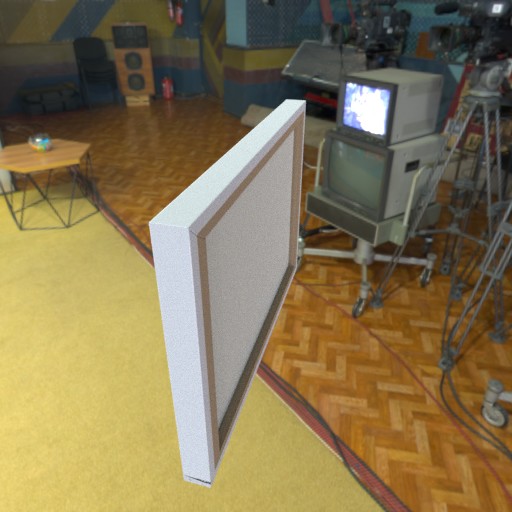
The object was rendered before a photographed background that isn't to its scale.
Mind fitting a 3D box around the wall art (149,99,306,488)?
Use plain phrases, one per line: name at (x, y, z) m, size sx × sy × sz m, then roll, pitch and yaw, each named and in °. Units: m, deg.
wall art at (0.000, 0.000, 0.781) m, size 0.042 × 0.414 × 0.608 m, roll 8°, pitch 32°, yaw 14°
